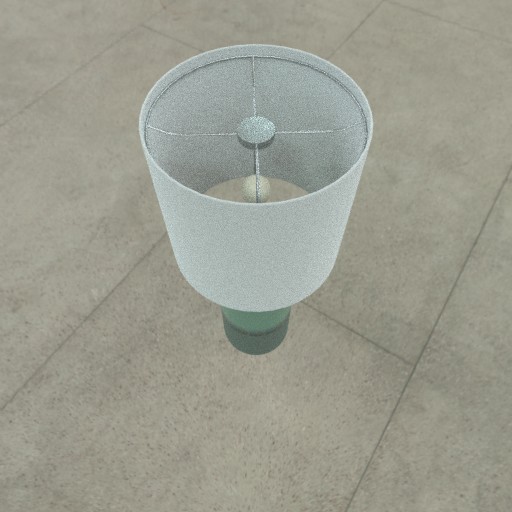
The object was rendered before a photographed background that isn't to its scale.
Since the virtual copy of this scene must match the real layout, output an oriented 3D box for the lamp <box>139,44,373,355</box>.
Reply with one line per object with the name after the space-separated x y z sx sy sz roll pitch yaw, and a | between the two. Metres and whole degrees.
0.000 0.000 0.613 0.212 0.493 0.212 -2 58 -1 | lamp
